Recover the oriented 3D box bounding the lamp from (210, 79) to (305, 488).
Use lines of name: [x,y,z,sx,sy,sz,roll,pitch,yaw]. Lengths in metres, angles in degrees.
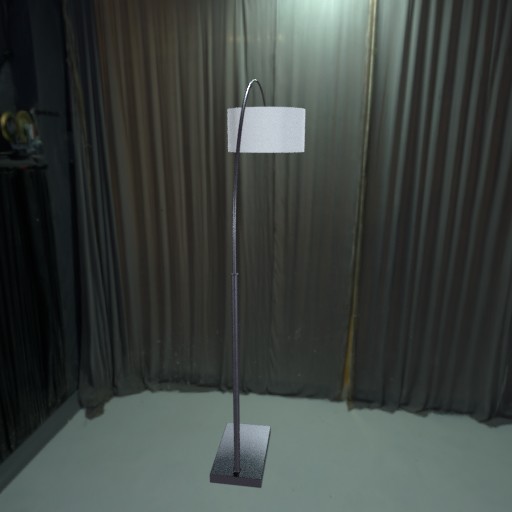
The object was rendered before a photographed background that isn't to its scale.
lamp: [0.000,0.000,2.583,0.493,1.927,1.424,2,15,8]
